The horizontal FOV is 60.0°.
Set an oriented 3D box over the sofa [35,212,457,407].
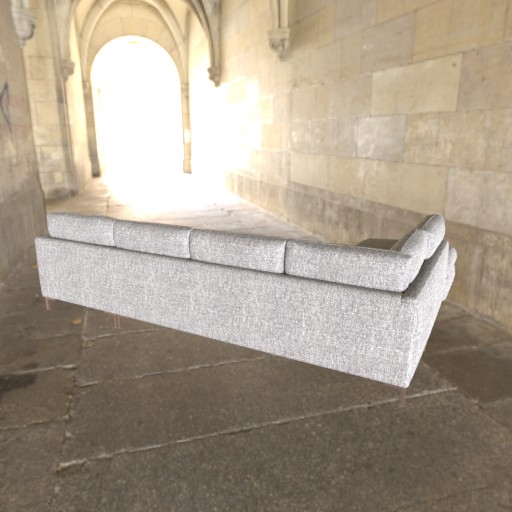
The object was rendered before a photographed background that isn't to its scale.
[{"bbox_3d":[0.000,0.000,3.456,2.737,0.756,1.879,8,17,28],"label":"sofa"}]
